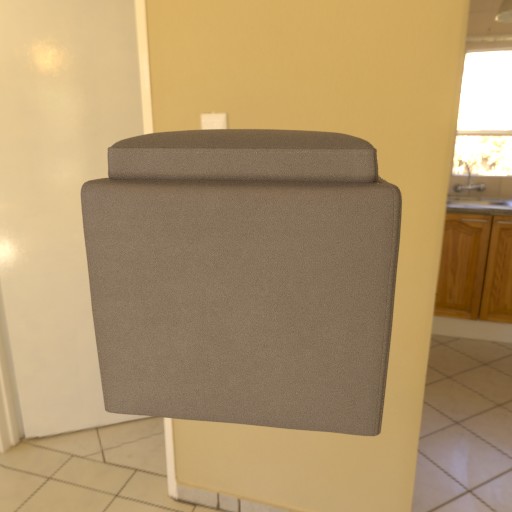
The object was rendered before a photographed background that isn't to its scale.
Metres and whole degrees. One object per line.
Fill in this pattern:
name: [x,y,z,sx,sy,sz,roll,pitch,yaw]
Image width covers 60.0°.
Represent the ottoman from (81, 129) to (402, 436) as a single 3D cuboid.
ottoman: [0.000,0.000,0.836,0.450,0.460,0.451,2,15,8]
